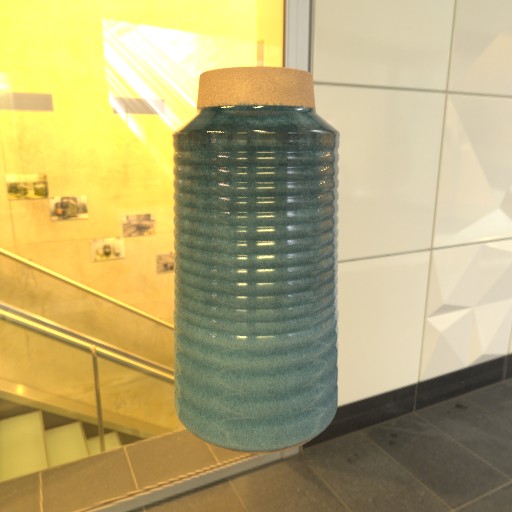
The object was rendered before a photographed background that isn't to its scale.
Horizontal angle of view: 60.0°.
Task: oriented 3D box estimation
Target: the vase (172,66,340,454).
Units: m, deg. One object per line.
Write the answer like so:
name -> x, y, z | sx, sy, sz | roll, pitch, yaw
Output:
vase -> 0.000, 0.000, 0.415 | 0.163, 0.316, 0.163 | 0, 14, 0
